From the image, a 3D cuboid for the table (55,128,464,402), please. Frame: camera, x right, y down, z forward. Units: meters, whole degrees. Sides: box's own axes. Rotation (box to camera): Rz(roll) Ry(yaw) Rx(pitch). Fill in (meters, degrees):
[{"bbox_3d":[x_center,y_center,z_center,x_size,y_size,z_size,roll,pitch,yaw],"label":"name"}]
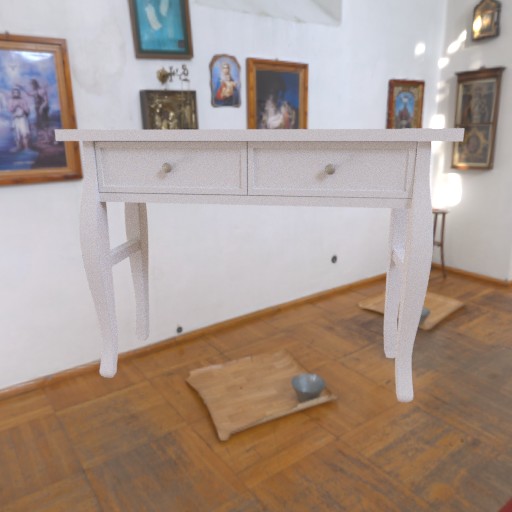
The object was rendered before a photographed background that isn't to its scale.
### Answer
[{"bbox_3d":[0.000,0.000,1.404,1.062,0.768,0.373,2,15,8],"label":"table"}]
